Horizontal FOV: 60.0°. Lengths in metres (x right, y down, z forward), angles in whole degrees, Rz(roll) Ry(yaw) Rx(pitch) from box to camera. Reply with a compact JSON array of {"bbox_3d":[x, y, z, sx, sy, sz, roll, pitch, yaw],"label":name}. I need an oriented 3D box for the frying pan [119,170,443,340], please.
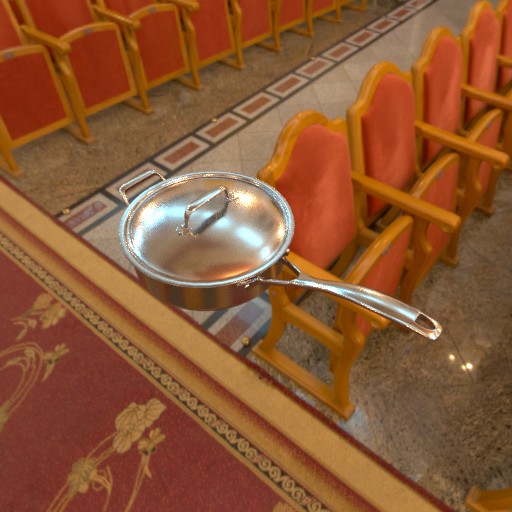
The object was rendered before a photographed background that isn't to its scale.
[{"bbox_3d":[0.000,0.000,0.595,0.492,0.111,0.245,31,53,27],"label":"frying pan"}]
